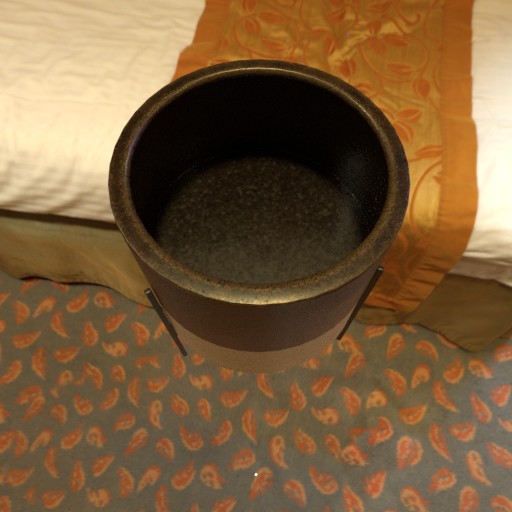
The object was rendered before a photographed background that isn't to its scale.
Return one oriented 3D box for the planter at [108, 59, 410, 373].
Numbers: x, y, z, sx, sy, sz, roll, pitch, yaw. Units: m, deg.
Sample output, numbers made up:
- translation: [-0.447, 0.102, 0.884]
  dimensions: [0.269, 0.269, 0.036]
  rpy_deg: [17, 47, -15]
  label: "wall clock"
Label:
- translation: [0.000, 0.000, 0.709]
  dimensions: [0.354, 0.465, 0.345]
  rpy_deg: [-33, 68, -15]
  label: "planter"
